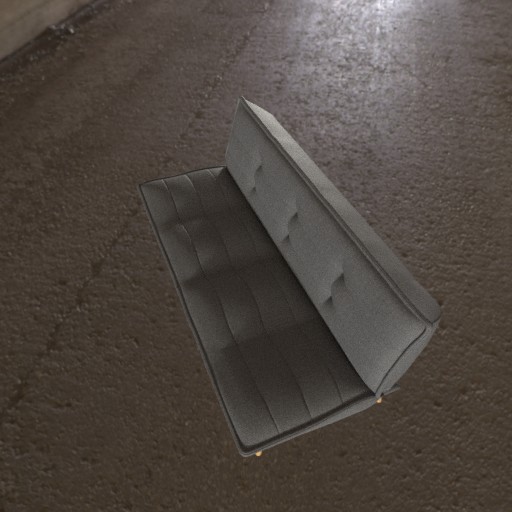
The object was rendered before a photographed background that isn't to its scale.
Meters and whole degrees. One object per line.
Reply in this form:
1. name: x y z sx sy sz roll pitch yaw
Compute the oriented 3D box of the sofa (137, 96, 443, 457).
1. sofa: 0.000 0.000 2.480 0.950 0.890 1.940 -17 49 -15
